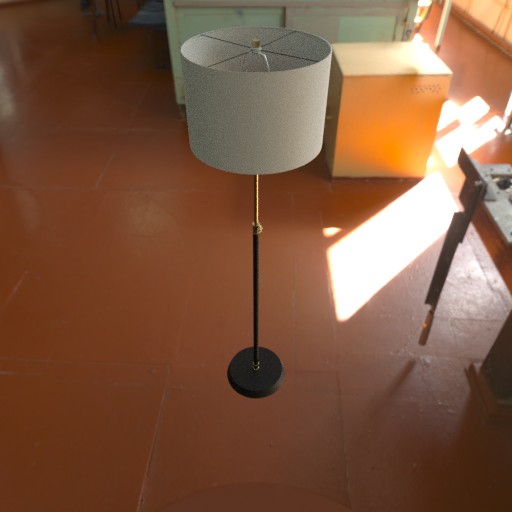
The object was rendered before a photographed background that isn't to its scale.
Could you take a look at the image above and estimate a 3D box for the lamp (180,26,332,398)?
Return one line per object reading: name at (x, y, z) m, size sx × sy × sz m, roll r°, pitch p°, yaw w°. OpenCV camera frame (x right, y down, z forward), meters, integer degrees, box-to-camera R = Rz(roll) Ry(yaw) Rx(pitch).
lamp at (0.000, 0.000, 1.672) m, size 0.404 × 1.517 × 0.404 m, roll 26°, pitch 48°, yaw 27°
